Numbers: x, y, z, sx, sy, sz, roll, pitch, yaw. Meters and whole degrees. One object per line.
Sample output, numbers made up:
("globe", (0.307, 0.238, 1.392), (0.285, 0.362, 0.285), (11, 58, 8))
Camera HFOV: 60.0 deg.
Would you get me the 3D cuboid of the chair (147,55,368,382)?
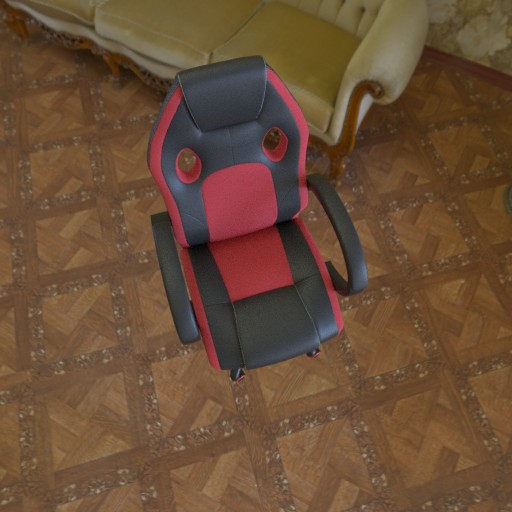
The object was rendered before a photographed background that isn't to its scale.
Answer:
("chair", (0.000, 0.000, 1.639), (0.673, 1.187, 0.724), (-16, 64, -8))
